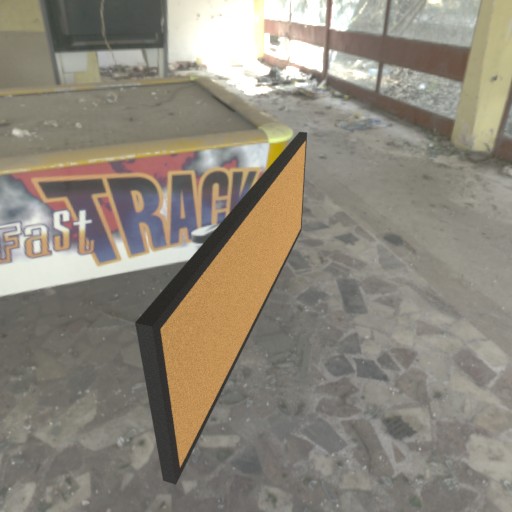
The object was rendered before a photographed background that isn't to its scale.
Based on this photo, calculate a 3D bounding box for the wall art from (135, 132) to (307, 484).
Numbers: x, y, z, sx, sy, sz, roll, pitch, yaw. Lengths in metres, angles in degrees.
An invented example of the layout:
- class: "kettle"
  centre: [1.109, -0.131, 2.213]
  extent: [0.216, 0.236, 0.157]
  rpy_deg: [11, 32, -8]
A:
- class: "wall art"
  centre: [0.000, 0.000, 1.717]
  extent: [0.041, 0.554, 1.572]
  rpy_deg: [9, 32, 15]
